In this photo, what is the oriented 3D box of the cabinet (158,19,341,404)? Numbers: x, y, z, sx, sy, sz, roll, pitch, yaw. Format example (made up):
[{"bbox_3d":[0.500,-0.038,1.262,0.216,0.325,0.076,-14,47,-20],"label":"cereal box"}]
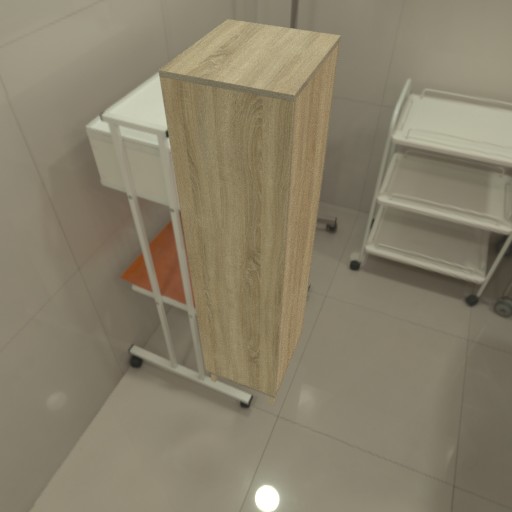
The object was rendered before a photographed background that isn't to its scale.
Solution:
[{"bbox_3d":[0.000,0.000,2.189,0.450,1.960,0.510,17,48,16],"label":"cabinet"}]
